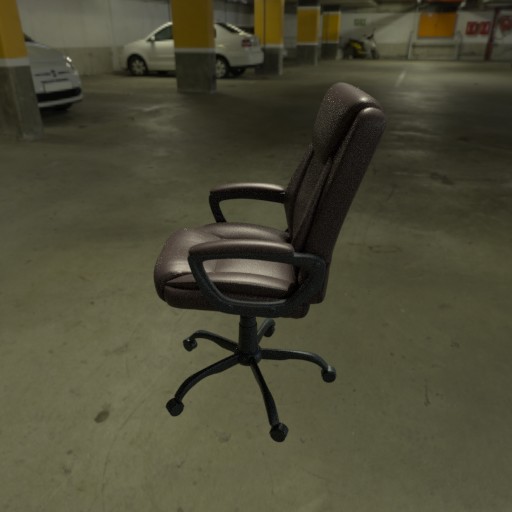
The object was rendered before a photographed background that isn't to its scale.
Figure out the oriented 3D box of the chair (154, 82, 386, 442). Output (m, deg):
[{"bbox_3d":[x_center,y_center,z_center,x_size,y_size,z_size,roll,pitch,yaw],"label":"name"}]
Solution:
[{"bbox_3d":[0.000,0.000,1.493,0.655,1.072,0.615,0,26,1],"label":"chair"}]
